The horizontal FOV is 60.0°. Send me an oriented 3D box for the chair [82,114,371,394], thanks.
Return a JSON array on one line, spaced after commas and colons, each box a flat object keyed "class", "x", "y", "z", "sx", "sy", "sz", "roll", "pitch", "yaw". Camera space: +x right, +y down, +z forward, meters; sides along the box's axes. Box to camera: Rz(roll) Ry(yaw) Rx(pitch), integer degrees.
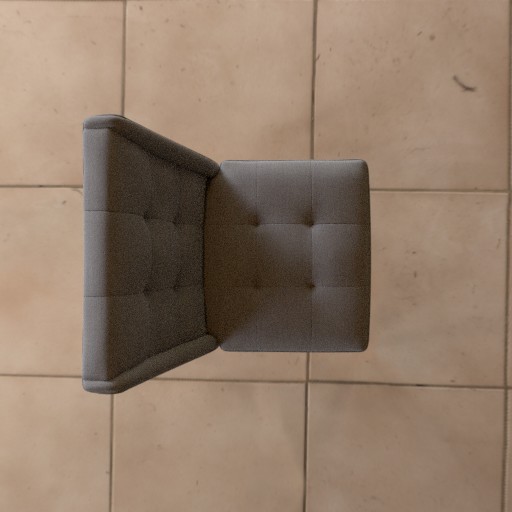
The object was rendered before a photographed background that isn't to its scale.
[{"class": "chair", "x": 0.000, "y": 0.000, "z": 1.281, "sx": 0.676, "sy": 0.853, "sz": 0.569, "roll": 0, "pitch": 90, "yaw": 2}]
